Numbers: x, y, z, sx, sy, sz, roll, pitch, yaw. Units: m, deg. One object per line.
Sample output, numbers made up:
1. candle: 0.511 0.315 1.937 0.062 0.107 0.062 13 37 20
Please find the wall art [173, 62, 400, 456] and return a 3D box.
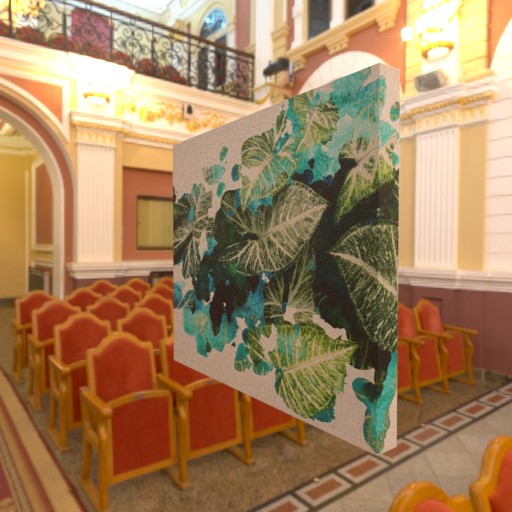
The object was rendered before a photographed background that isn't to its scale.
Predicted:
1. wall art: 0.000 0.000 0.704 0.041 0.435 0.507 -1 2 -37
